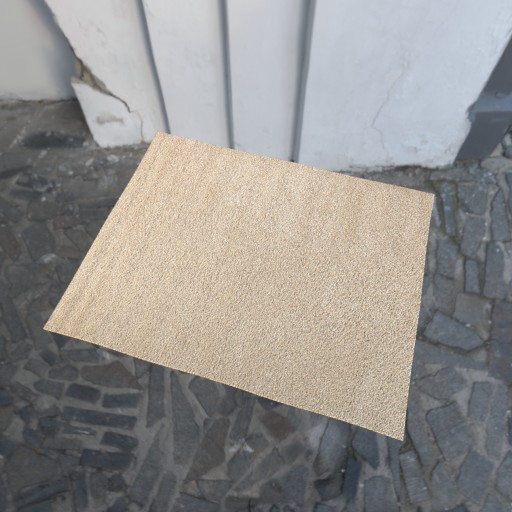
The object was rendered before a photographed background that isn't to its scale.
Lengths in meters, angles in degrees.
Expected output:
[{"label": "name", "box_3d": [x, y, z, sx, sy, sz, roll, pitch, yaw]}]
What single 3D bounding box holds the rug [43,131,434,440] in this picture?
[{"label": "rug", "box_3d": [0.000, 0.000, 4.082, 3.000, 0.026, 2.400, 15, 61, 8]}]
